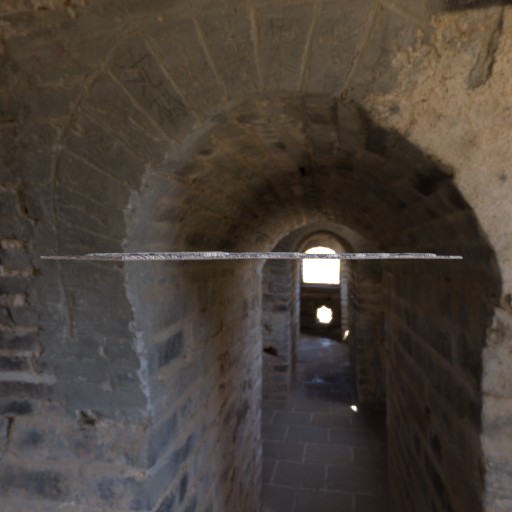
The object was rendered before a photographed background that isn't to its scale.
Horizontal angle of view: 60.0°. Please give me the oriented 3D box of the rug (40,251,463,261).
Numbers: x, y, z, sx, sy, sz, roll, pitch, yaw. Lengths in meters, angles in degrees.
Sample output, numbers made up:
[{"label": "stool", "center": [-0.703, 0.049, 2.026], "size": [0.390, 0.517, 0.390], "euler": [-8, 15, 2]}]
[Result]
[{"label": "rug", "center": [0.000, 0.000, 2.290], "size": [1.823, 0.030, 1.222], "euler": [0, 0, -36]}]
